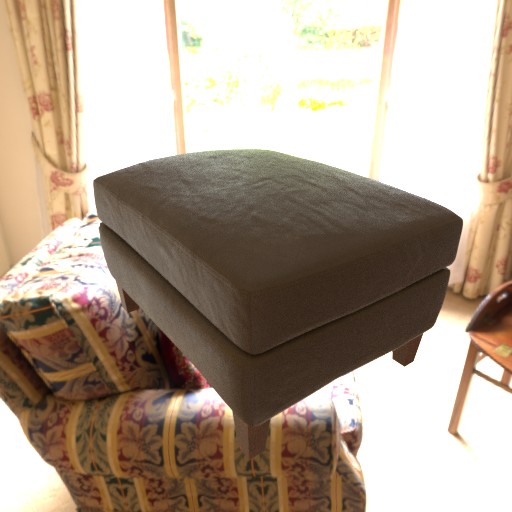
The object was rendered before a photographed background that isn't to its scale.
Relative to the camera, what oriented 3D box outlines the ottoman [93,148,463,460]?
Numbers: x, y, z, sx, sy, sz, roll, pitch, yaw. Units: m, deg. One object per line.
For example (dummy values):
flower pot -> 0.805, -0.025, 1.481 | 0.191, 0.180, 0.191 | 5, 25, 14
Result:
ottoman -> 0.000, 0.000, 1.276 | 0.659, 0.529, 0.887 | -17, 31, -32
